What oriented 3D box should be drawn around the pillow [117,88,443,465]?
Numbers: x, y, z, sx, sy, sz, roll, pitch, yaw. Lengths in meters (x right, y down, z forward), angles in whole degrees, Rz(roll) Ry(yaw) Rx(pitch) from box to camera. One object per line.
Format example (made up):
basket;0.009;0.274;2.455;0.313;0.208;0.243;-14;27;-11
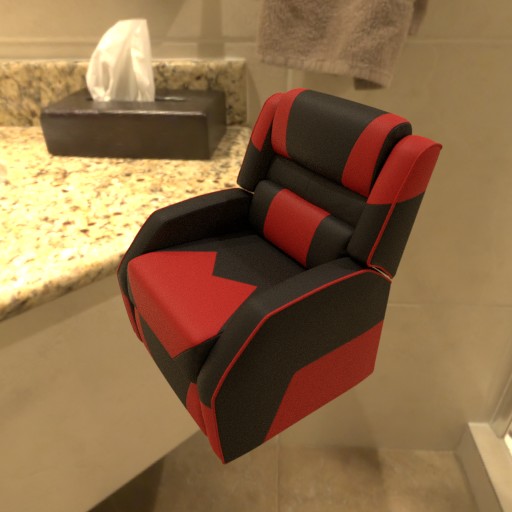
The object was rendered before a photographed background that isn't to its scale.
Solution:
pillow;0.000;0.000;1.295;0.672;0.805;0.620;-21;38;-28
